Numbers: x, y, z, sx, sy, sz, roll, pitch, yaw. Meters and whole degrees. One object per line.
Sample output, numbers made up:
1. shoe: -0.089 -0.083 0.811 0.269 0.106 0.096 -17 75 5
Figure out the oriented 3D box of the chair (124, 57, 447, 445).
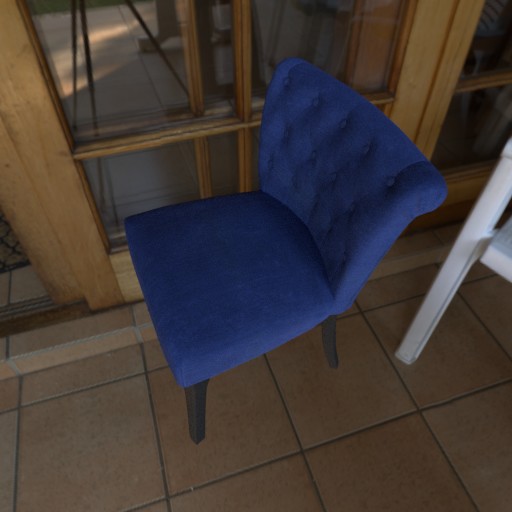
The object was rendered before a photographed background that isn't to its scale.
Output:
1. chair: 0.000 0.000 1.167 0.606 0.753 0.585 -18 50 -16
